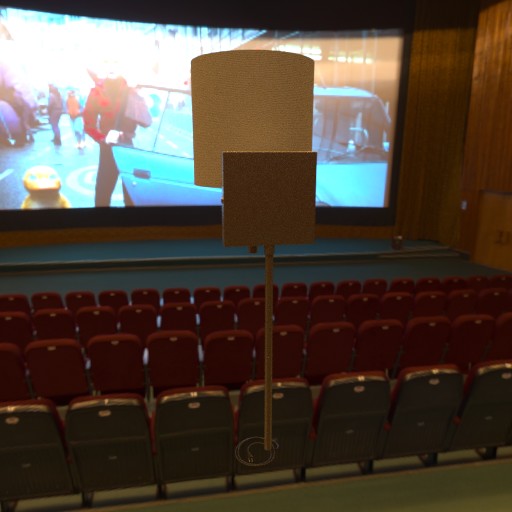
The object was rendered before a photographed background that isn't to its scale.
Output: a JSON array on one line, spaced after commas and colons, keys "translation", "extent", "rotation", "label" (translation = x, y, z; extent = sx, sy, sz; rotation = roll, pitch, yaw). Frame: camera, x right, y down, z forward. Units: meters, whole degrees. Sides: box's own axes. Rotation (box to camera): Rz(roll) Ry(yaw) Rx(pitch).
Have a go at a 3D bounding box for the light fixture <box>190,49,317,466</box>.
[{"translation": [0.000, 0.000, 0.714], "extent": [0.188, 0.589, 0.248], "rotation": [-2, 13, -10], "label": "light fixture"}]
